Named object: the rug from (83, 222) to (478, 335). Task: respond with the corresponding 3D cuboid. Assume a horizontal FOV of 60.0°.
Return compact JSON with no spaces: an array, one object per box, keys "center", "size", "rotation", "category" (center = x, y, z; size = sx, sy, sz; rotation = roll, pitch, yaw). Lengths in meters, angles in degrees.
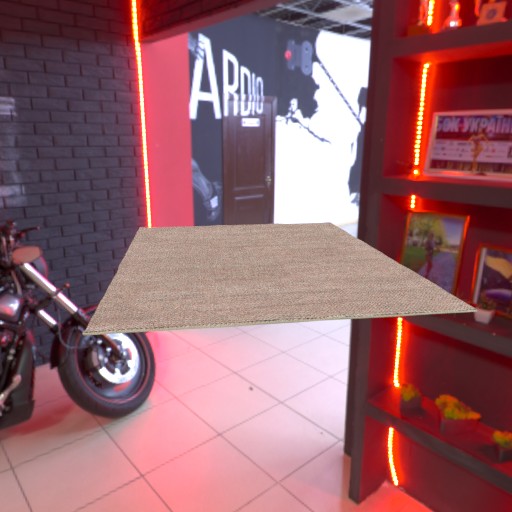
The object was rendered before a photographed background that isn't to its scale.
[{"center":[0.000,0.000,4.112],"size":[2.429,0.030,3.052],"rotation":[-2,15,-8],"category":"rug"}]
